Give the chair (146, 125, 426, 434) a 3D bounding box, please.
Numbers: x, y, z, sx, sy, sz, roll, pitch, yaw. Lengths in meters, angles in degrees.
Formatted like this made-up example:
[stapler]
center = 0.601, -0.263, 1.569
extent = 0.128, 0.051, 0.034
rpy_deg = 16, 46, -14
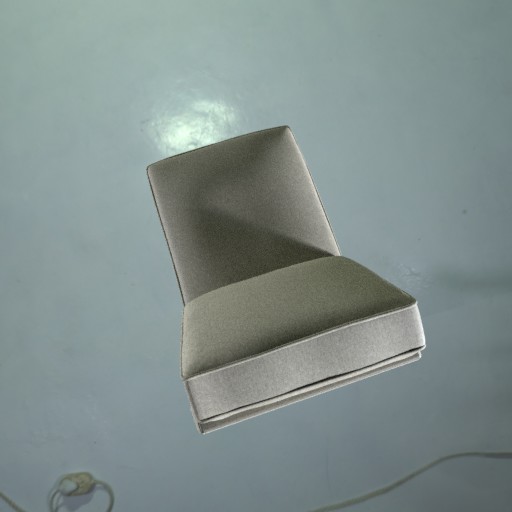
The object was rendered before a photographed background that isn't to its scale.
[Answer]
[chair]
center = 0.000, 0.000, 1.676
extent = 0.674, 1.058, 1.020
rpy_deg = -18, 77, -4
